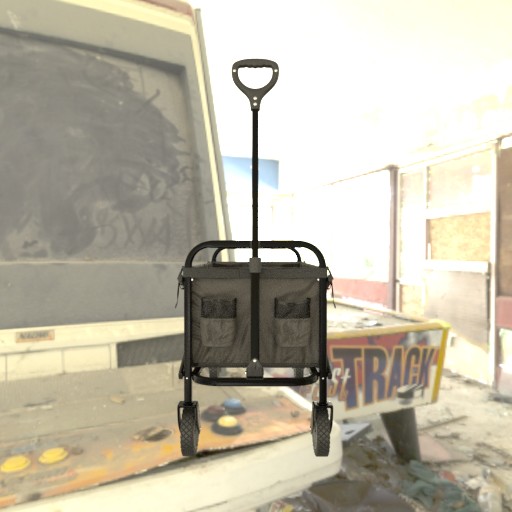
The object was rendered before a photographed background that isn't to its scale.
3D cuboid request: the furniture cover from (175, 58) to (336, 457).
[{"bbox_3d":[0.000,0.000,1.823,0.532,1.295,1.038,0,1,0],"label":"furniture cover"}]
